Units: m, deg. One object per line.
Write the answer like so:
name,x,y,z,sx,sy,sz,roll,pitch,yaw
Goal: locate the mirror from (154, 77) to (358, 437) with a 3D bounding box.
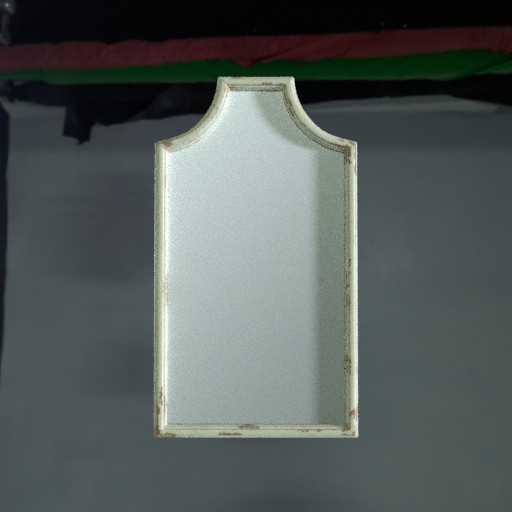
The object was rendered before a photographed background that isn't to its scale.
mirror,0.000,0.000,0.884,0.403,0.717,0.022,0,-1,0
